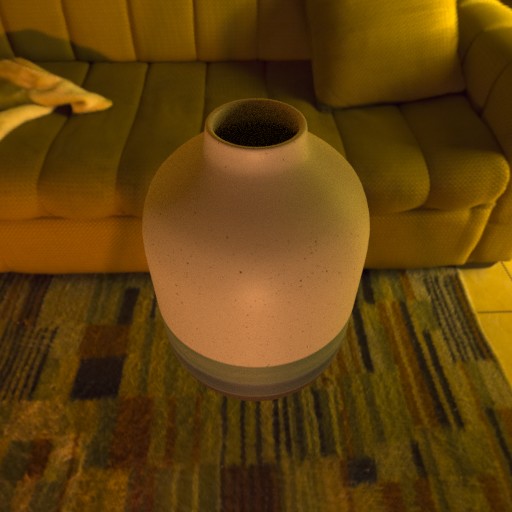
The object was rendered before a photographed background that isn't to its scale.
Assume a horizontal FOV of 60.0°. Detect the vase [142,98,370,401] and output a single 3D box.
[{"bbox_3d":[0.000,0.000,0.362,0.169,0.240,0.169,0,46,0],"label":"vase"}]
